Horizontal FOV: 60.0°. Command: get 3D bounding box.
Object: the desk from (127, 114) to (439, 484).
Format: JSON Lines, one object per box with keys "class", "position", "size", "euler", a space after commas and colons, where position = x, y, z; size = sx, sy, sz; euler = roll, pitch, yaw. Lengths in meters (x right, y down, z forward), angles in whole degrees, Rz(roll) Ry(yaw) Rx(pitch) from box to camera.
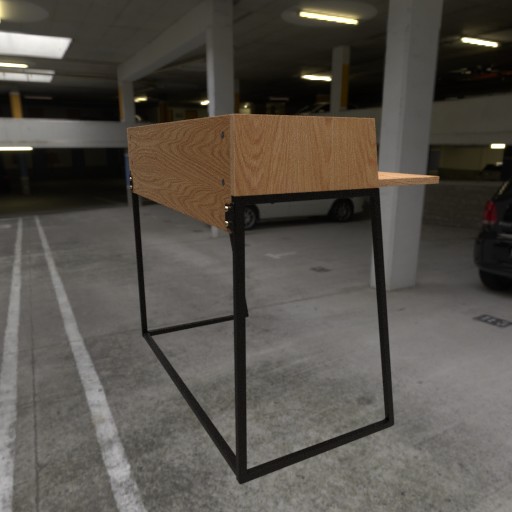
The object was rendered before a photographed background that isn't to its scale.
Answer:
{"class": "desk", "position": [0.000, 0.000, 1.872], "size": [0.769, 1.061, 1.191], "euler": [-7, 16, -27]}
